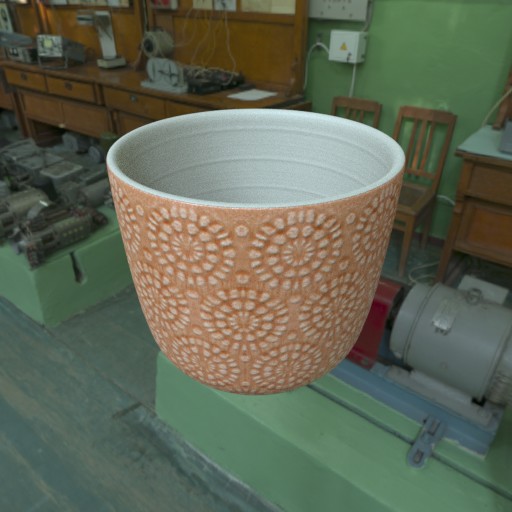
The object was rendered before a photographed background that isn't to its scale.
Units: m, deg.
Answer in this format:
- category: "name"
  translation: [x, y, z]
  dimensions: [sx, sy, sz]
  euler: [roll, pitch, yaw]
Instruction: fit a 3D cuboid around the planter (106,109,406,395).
- category: "planter"
  translation: [0.000, 0.000, 0.369]
  dimensions: [0.208, 0.190, 0.208]
  euler: [0, 32, 0]
